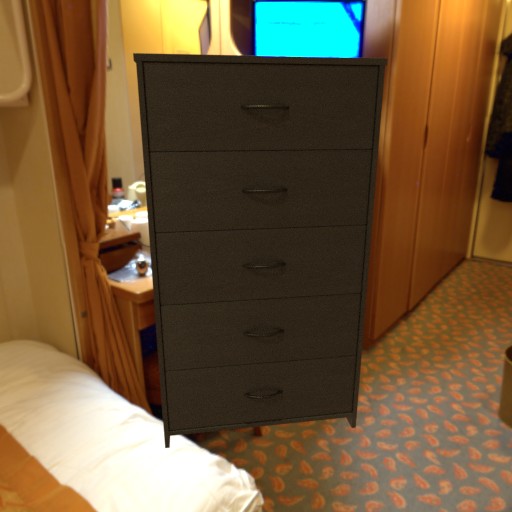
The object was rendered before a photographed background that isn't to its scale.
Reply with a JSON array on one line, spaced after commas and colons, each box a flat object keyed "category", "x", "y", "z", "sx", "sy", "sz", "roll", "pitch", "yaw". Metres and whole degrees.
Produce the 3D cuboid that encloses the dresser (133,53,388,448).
[{"category": "dresser", "x": 0.000, "y": 0.000, "z": 1.563, "sx": 0.704, "sy": 1.255, "sz": 0.399, "roll": -3, "pitch": 18, "yaw": -8}]
